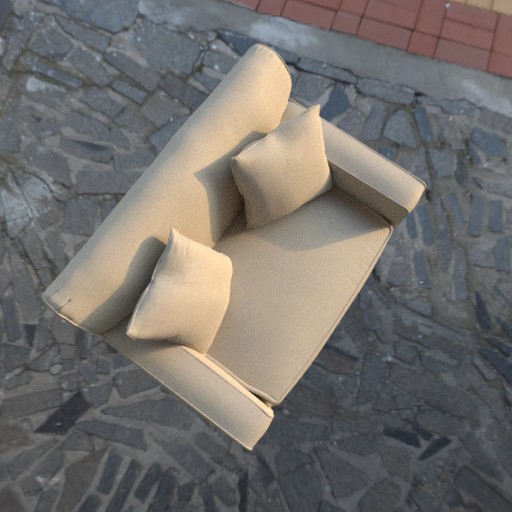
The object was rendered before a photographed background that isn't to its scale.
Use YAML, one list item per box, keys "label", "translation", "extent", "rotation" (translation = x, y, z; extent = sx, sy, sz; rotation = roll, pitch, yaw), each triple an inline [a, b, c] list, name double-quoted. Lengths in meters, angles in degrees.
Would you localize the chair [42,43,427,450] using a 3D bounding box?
- label: "chair"
  translation: [0.000, 0.000, 2.074]
  extent: [1.000, 0.948, 1.383]
  rotation: [35, 78, 8]
